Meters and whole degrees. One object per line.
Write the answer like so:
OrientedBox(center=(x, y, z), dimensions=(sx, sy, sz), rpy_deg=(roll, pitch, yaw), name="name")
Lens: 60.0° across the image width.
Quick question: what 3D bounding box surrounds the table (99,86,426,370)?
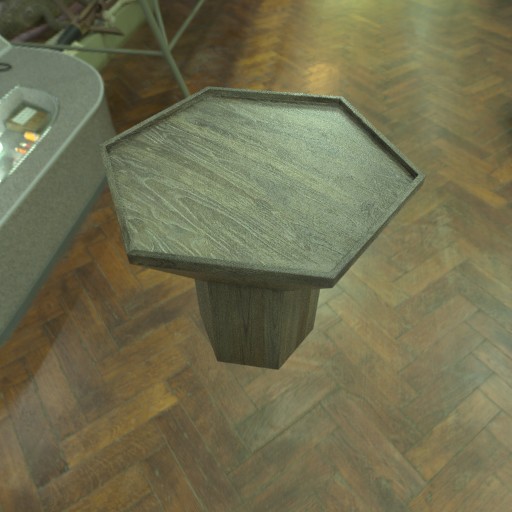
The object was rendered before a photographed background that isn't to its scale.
OrientedBox(center=(0.000, 0.000, 1.130), dimensions=(0.592, 0.586, 0.683), rpy_deg=(-16, 49, -14), name="table")
